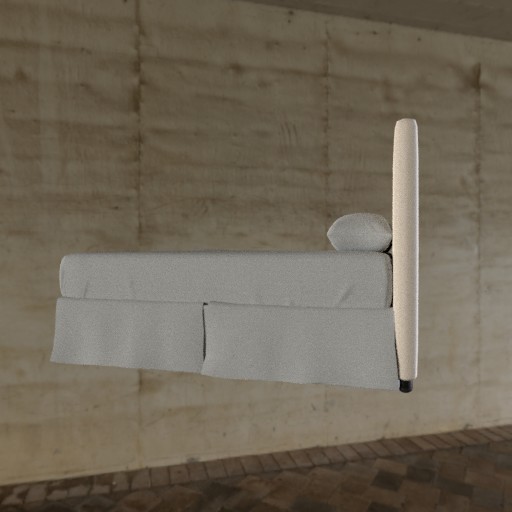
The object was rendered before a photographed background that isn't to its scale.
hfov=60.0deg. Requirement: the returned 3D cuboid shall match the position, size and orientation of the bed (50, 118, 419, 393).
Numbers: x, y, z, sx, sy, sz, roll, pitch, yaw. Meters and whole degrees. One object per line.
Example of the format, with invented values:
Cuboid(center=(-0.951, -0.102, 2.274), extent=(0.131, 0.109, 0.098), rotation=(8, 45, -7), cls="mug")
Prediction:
Cuboid(center=(0.000, 0.000, 3.187), extent=(2.142, 1.330, 1.748), rotation=(0, 0, 18), cls="bed")
